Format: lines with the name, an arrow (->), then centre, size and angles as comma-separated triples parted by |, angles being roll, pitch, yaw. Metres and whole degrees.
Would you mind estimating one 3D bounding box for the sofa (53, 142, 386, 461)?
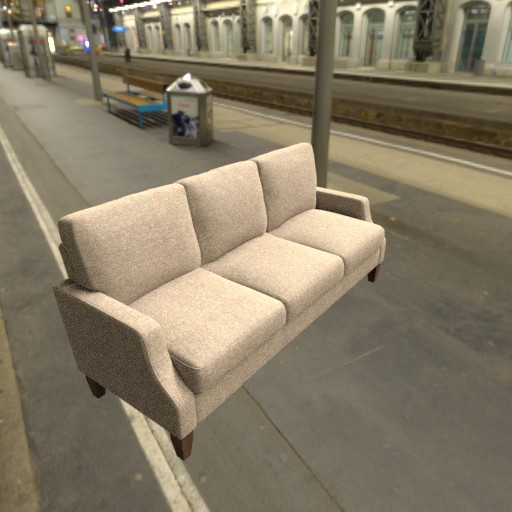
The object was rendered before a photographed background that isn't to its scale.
sofa -> 0.000, 0.000, 2.667 | 0.888, 0.984, 2.115 | 18, 31, 33
